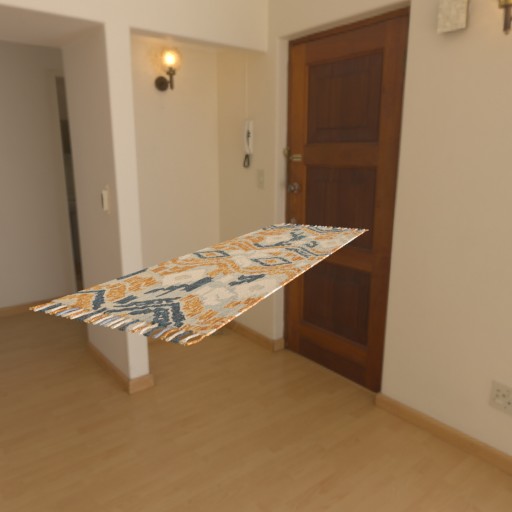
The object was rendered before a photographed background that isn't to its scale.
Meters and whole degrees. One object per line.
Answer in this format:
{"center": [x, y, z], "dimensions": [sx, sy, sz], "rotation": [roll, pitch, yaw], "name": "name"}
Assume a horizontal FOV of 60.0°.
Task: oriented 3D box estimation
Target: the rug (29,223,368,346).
{"center": [0.000, 0.000, 2.626], "dimensions": [0.783, 0.010, 2.437], "rotation": [6, 15, 26], "name": "rug"}
